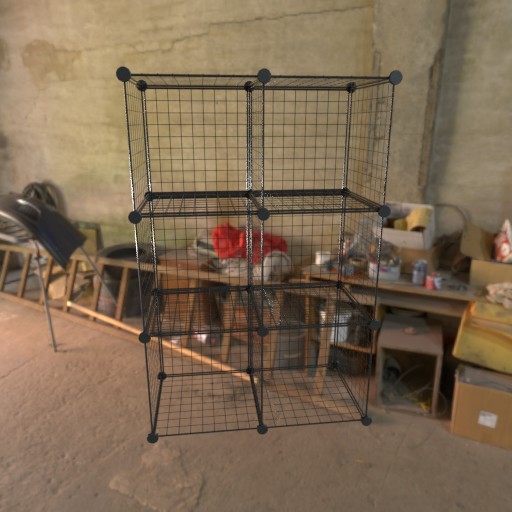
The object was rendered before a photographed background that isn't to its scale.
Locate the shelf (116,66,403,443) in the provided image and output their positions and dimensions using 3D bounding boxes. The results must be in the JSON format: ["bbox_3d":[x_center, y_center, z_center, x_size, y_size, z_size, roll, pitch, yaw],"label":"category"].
[{"bbox_3d":[0.000,0.000,1.409,0.711,1.067,0.356,-2,17,-7],"label":"shelf"}]
